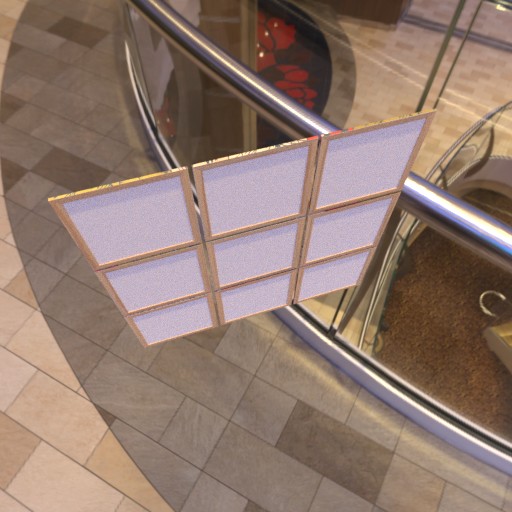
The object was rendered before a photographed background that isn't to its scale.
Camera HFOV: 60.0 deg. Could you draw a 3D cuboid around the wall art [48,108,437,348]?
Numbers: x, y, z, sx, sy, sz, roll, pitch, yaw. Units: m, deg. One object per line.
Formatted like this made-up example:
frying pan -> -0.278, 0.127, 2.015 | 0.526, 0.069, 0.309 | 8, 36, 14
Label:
wall art -> 0.000, 0.000, 2.320 | 1.519, 1.534, 0.013 | -15, 60, -9
